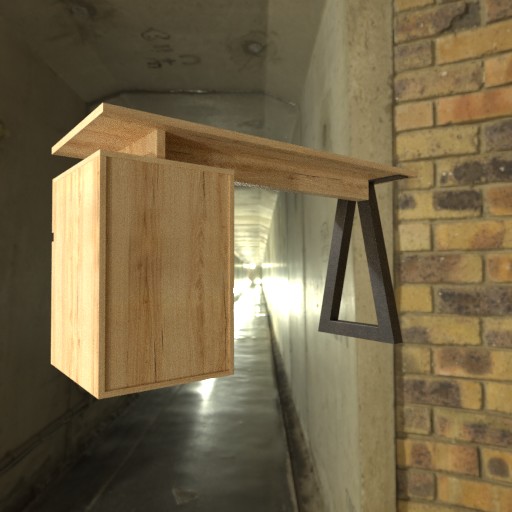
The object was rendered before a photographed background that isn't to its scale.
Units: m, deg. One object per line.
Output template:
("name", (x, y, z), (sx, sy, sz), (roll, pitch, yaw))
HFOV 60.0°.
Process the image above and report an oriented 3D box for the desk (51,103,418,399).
("desk", (0.000, 0.000, 1.769), (1.400, 0.760, 0.550), (1, -1, -37))
